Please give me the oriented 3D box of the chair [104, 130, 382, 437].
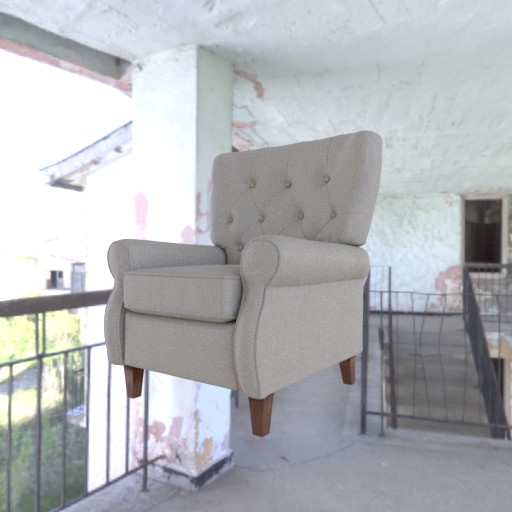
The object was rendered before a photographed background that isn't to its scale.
[{"bbox_3d":[0.000,0.000,1.968,0.943,1.158,1.059,0,1,36],"label":"chair"}]
